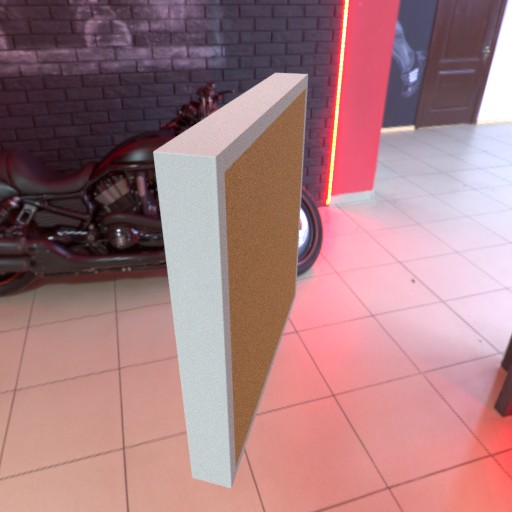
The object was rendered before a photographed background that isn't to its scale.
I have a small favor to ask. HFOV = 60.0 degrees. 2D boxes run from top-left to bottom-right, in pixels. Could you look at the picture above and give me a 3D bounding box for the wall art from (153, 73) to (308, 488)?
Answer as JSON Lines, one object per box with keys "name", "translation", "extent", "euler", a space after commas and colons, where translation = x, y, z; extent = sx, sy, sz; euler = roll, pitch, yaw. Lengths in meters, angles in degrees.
{"name": "wall art", "translation": [0.000, 0.000, 0.451], "extent": [0.038, 0.305, 0.305], "euler": [8, 31, 13]}
